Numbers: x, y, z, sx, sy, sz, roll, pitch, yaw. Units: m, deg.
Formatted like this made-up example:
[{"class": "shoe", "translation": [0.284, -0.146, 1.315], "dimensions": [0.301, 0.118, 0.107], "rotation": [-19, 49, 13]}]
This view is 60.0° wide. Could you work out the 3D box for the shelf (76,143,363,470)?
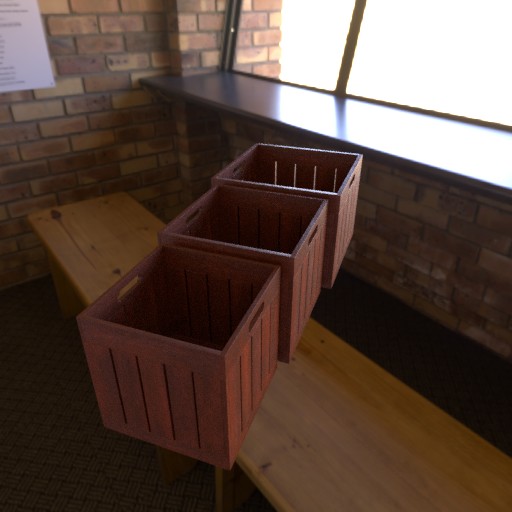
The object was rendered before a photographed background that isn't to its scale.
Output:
[{"class": "shelf", "translation": [0.000, 0.000, 1.243], "dimensions": [0.393, 0.311, 1.064], "rotation": [11, 32, 17]}]
